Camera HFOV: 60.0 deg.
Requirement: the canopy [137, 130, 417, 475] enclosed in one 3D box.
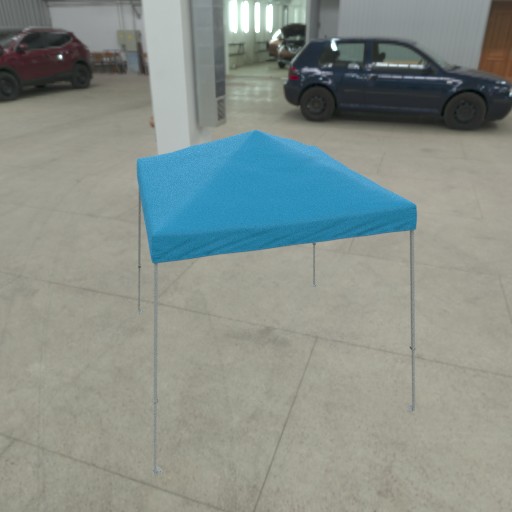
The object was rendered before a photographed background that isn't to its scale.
[{"bbox_3d":[0.000,0.000,5.113,2.850,2.850,2.849,-8,28,-14],"label":"canopy"}]
